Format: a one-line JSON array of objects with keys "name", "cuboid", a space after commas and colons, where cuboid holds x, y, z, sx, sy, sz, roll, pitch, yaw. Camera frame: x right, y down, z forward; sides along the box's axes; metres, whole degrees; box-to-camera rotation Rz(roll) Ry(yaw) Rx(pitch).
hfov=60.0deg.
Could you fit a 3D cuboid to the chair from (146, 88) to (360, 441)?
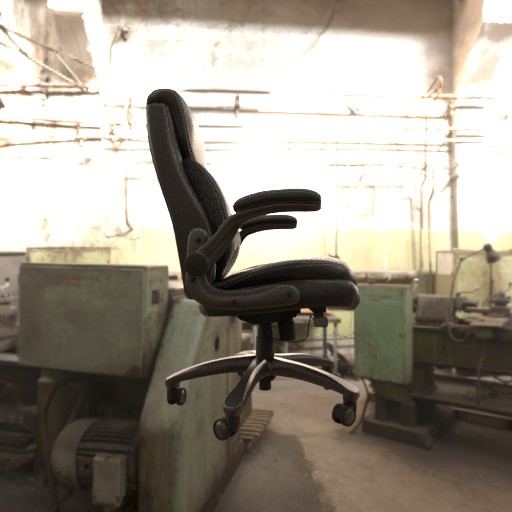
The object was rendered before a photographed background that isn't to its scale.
[{"name": "chair", "cuboid": [0.000, 0.000, 1.674, 0.724, 1.110, 0.782, 0, -1, -1]}]
